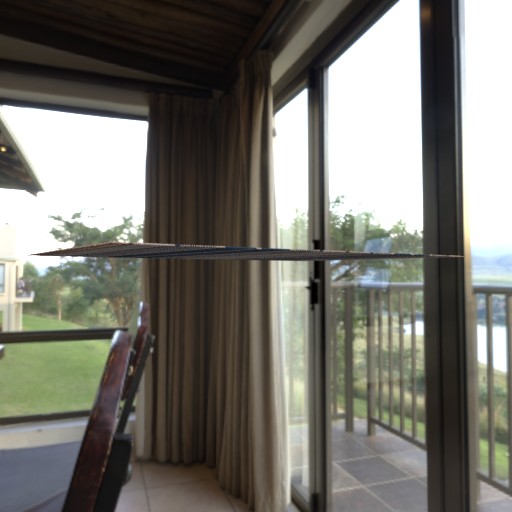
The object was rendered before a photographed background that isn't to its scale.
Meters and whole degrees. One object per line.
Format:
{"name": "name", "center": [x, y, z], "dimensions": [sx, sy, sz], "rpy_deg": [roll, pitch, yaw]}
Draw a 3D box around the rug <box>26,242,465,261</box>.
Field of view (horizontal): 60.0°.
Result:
{"name": "rug", "center": [0.000, 0.000, 2.889], "dimensions": [2.441, 0.010, 1.532], "rpy_deg": [1, -2, -37]}
